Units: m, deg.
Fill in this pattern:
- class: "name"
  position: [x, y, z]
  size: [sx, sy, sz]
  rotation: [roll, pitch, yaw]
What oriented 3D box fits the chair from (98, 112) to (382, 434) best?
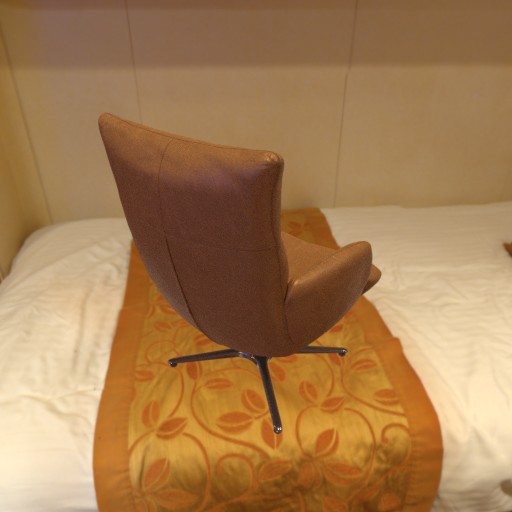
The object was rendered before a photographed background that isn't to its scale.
- class: "chair"
  position: [0.000, 0.000, 1.564]
  size: [0.711, 1.027, 0.794]
  rotation: [22, 37, 31]
